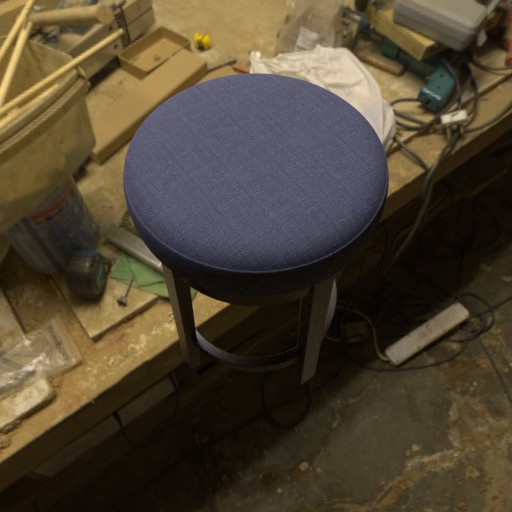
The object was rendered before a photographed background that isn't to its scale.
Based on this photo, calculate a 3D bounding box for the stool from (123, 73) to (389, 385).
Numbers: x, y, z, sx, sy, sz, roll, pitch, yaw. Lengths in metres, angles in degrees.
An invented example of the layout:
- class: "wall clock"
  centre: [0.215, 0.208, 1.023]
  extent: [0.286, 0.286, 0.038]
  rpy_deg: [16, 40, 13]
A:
- class: "stool"
  centre: [0.000, 0.000, 0.964]
  extent: [0.449, 0.655, 0.449]
  rpy_deg: [0, 59, 0]
